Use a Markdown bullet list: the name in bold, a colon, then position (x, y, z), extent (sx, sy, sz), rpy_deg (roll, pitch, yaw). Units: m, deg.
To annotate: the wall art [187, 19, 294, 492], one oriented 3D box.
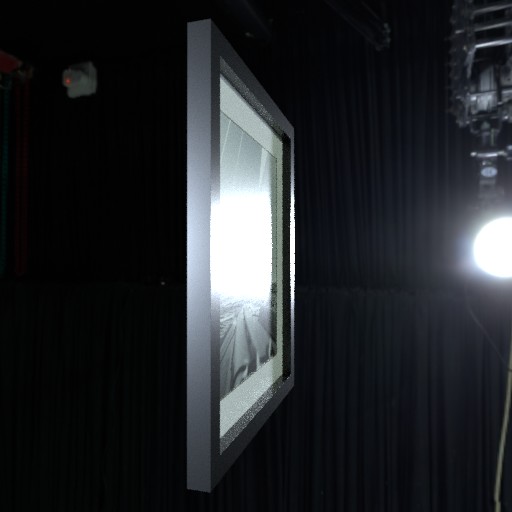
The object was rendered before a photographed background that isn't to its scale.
- **wall art**: position (0.000, 0.000, 0.747), extent (0.031, 0.558, 0.461), rpy_deg (0, 0, 17)
